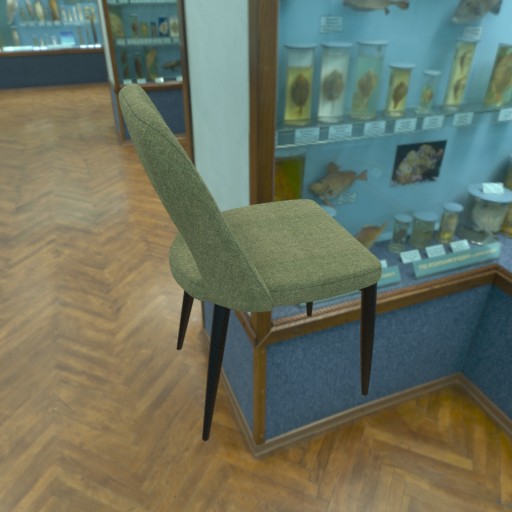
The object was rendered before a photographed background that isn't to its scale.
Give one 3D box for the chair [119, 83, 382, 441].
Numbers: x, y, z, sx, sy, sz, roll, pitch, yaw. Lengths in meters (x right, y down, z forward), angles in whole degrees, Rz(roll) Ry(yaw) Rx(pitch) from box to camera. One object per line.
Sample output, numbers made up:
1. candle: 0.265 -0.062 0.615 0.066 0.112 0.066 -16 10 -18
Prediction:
1. chair: 0.000 0.000 1.261 0.612 0.931 0.470 -10 33 -16
